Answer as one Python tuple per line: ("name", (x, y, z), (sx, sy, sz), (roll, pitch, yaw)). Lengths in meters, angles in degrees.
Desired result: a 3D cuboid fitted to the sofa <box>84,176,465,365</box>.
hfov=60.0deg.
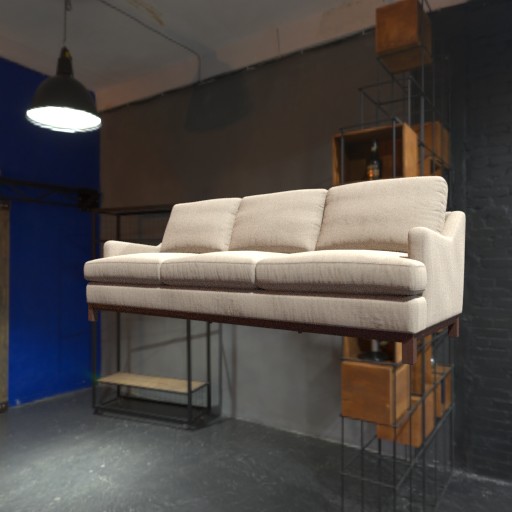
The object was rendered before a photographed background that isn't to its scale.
("sofa", (0.000, 0.000, 2.851), (2.321, 0.913, 1.000), (0, -1, 36))
